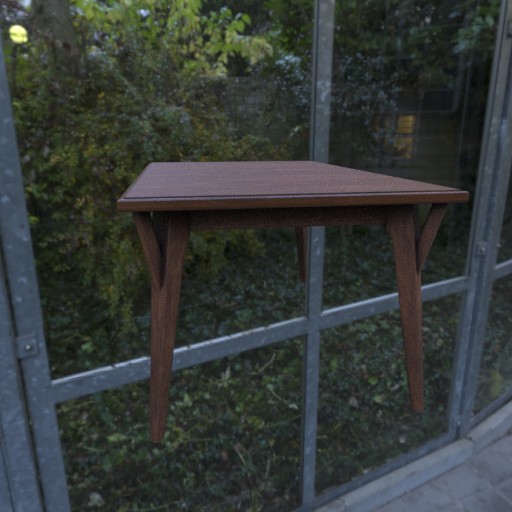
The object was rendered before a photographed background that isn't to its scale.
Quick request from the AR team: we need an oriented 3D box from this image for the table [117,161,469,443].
[{"bbox_3d":[0.000,0.000,2.030,0.990,0.761,1.524,-3,16,-10],"label":"table"}]
